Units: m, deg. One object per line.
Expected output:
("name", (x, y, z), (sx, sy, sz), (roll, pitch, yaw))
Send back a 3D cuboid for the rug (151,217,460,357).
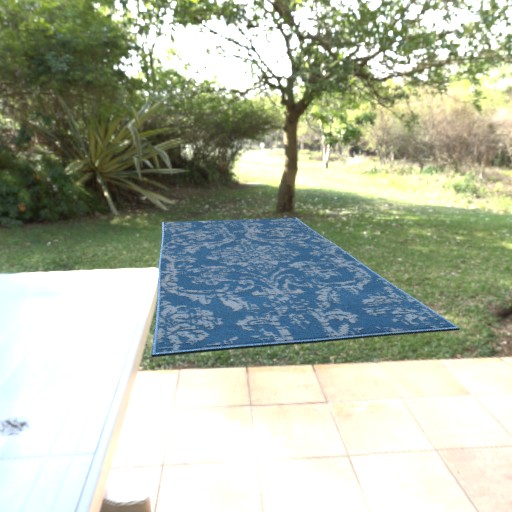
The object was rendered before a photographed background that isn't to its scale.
("rug", (0.000, 0.000, 1.409), (0.604, 0.007, 1.219), (-3, 16, -10))
